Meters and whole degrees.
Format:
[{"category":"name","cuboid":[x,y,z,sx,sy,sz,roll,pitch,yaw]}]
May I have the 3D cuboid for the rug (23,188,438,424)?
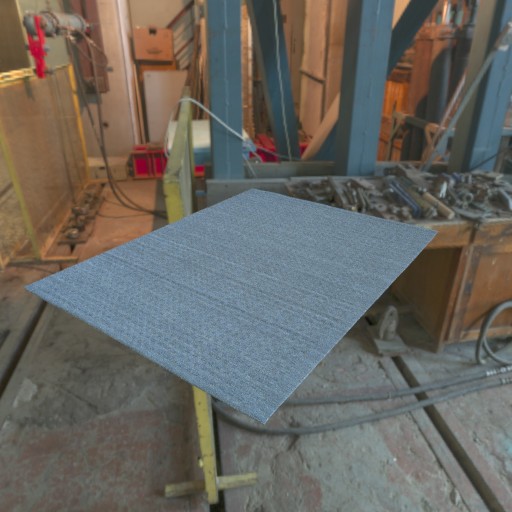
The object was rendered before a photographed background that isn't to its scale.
[{"category":"rug","cuboid":[0.000,0.000,4.171,2.443,0.007,3.200,18,32,32]}]
